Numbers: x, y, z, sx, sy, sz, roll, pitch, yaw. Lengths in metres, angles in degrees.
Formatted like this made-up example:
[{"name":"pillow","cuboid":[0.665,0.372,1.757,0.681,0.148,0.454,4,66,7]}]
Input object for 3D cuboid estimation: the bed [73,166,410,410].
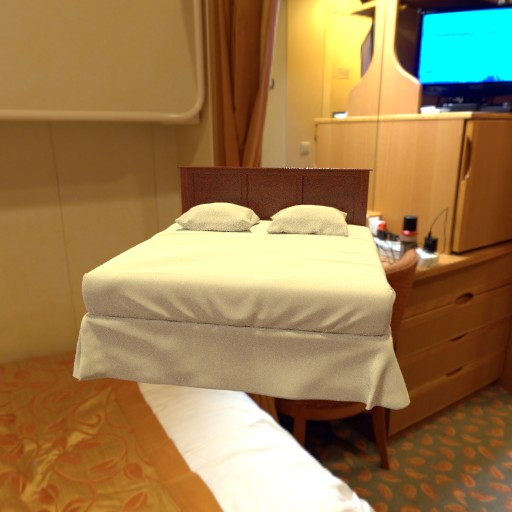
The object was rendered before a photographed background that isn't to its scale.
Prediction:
[{"name":"bed","cuboid":[0.000,0.000,3.655,2.314,1.271,2.219,3,16,10]}]
